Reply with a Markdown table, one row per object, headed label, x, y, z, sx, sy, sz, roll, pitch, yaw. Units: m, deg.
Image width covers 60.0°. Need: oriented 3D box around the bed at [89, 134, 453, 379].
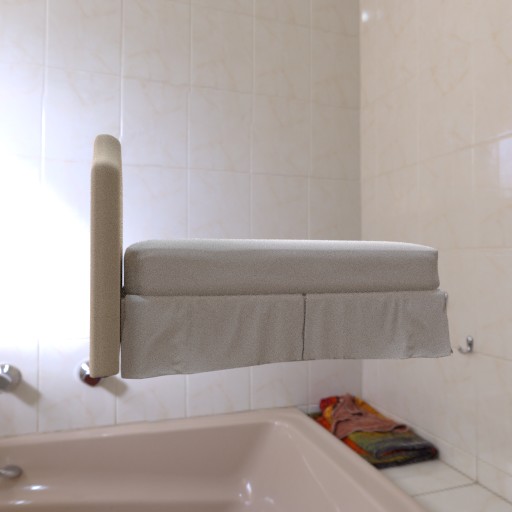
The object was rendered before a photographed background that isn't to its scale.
| label | x | y | z | sx | sy | sz | roll | pitch | yaw |
| --- | --- | --- | --- | --- | --- | --- | --- | --- | --- |
| bed | 0.000 | 0.000 | 3.320 | 2.209 | 1.296 | 1.827 | 0 | -1 | -16 |
